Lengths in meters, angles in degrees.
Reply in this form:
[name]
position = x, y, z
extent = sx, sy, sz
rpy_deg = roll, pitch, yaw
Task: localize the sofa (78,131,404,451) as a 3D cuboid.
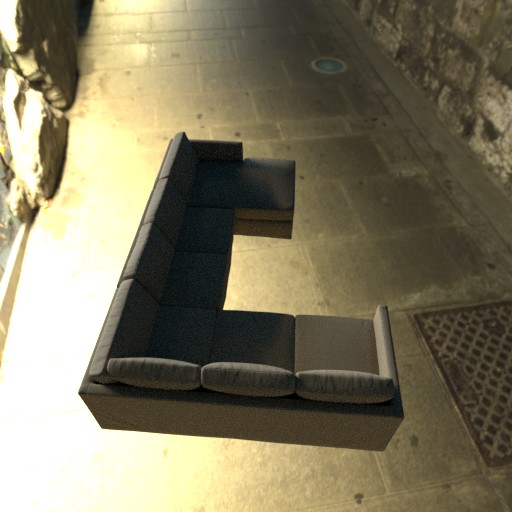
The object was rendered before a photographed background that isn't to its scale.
[sofa]
position = 0.000, 0.000, 4.585
extent = 2.427, 0.882, 3.460
rpy_deg = 3, 48, 3
